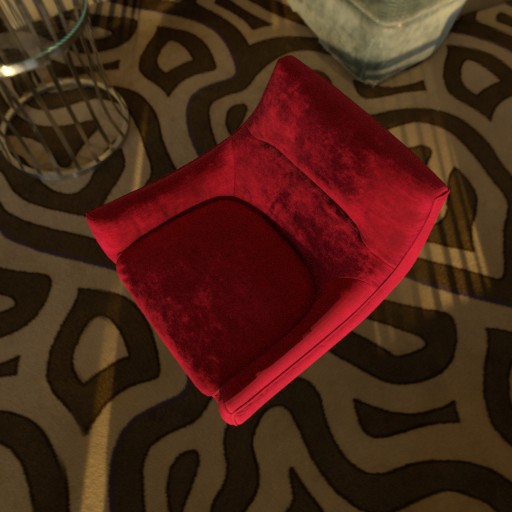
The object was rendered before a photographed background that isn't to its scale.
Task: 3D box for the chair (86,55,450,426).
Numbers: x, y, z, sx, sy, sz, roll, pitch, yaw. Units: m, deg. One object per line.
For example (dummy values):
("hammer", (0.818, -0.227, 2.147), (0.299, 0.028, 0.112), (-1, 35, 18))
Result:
("chair", (0.000, 0.000, 1.449), (0.787, 0.838, 0.762), (-35, 68, -16))
